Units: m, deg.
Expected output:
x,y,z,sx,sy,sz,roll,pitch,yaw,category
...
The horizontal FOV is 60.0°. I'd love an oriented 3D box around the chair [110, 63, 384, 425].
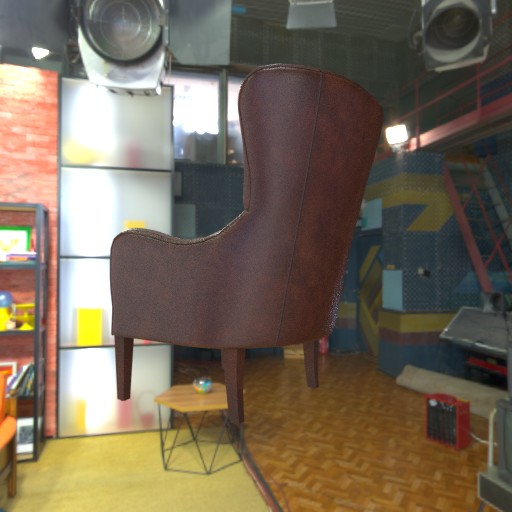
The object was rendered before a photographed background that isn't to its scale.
x,y,z,sx,sy,sz,roll,pitch,yaw,category
0.000,0.000,1.643,0.914,1.048,0.692,-1,-2,35,chair
